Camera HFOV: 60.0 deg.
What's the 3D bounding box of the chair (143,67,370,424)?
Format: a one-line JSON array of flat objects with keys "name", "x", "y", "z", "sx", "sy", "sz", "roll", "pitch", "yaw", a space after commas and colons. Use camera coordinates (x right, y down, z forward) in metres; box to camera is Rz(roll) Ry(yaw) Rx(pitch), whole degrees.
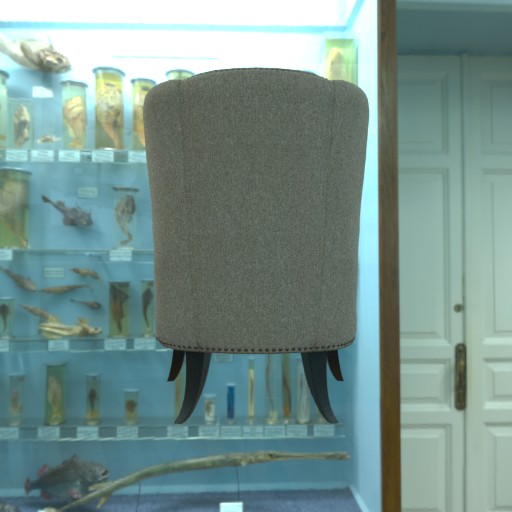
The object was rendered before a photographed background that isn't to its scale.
[{"name": "chair", "x": 0.000, "y": 0.000, "z": 1.597, "sx": 0.759, "sy": 1.060, "sz": 0.758, "roll": 0, "pitch": -1, "yaw": 0}]
